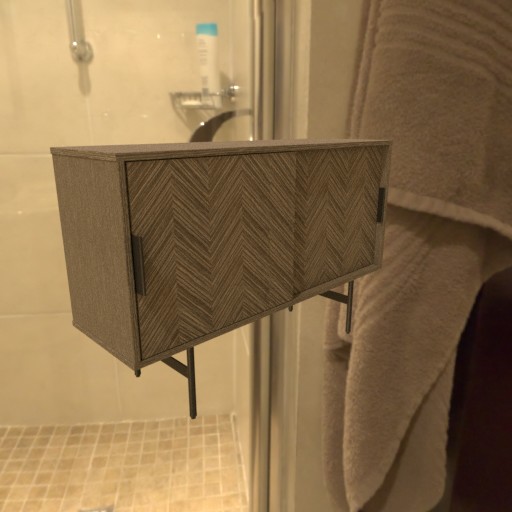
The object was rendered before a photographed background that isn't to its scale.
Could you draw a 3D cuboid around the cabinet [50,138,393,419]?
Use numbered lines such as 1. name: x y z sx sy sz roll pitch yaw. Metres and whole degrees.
1. cabinet: 0.000 0.000 1.594 1.194 0.787 0.405 -16 23 -42
